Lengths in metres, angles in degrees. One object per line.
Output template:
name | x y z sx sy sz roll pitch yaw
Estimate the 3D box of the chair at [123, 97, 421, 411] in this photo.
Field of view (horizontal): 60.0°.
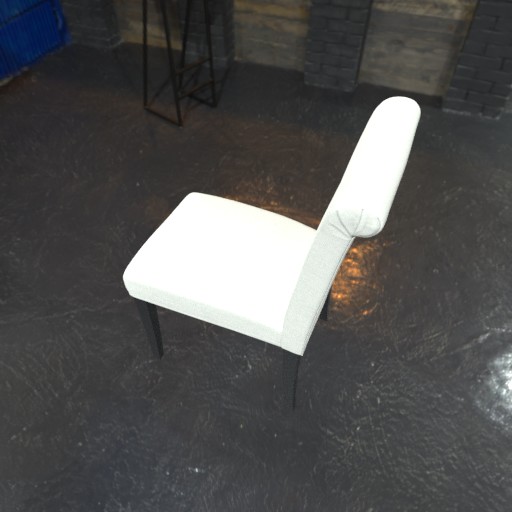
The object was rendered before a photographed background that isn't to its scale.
chair | 0.000 0.000 1.384 0.708 0.976 0.452 17 50 15
